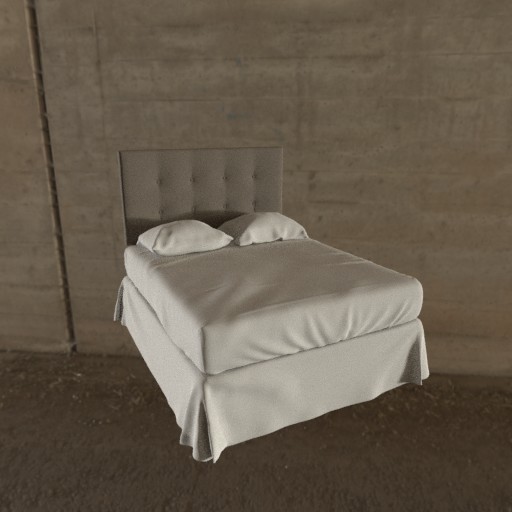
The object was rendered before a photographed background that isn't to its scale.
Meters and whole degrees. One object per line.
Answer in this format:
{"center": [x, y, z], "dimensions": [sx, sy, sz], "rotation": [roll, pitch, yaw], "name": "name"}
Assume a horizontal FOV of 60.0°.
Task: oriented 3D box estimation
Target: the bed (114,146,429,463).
{"center": [0.000, 0.000, 3.509], "dimensions": [1.936, 1.577, 2.222], "rotation": [-8, 18, -26], "name": "bed"}
